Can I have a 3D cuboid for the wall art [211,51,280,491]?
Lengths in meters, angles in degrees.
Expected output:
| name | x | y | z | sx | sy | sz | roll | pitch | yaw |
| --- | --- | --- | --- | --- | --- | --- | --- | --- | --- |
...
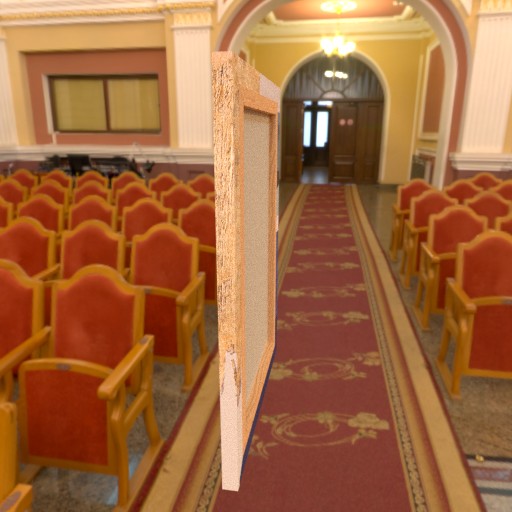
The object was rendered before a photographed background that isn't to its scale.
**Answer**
| name | x | y | z | sx | sy | sz | roll | pitch | yaw |
| --- | --- | --- | --- | --- | --- | --- | --- | --- | --- |
| wall art | 0.000 | 0.000 | 0.809 | 0.026 | 0.613 | 0.458 | 3 | 16 | 9 |
